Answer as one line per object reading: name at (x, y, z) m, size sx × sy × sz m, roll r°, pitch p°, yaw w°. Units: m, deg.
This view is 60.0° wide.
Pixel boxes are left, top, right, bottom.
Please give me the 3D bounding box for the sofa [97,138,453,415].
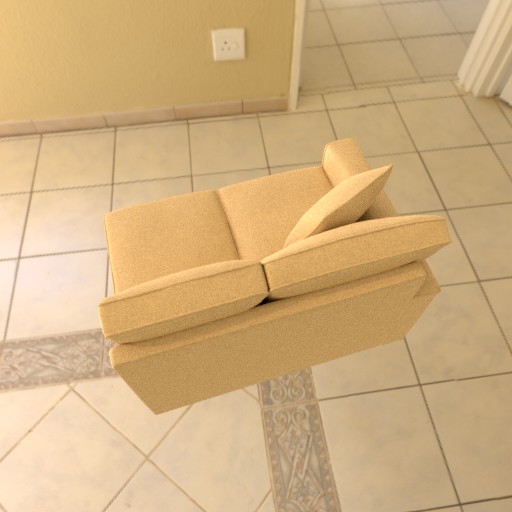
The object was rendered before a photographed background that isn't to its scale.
sofa at (0.000, 0.000, 2.156) m, size 1.388 × 0.989 × 0.991 m, roll -15°, pitch 59°, yaw -9°
